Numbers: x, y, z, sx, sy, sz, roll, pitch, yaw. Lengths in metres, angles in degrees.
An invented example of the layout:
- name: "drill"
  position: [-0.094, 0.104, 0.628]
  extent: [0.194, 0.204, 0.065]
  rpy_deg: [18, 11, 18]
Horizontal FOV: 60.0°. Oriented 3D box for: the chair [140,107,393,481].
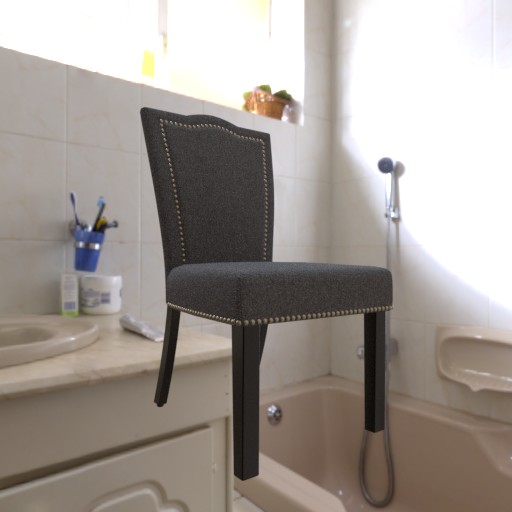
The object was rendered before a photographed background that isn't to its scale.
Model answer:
- name: "chair"
  position: [0.000, 0.000, 1.284]
  extent: [0.518, 0.946, 0.589]
  rpy_deg: [0, -1, -37]
